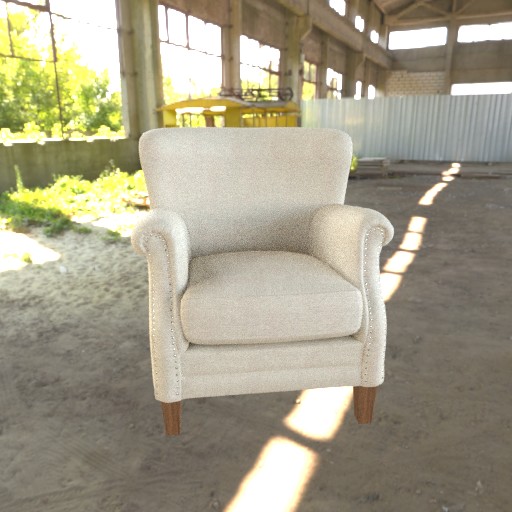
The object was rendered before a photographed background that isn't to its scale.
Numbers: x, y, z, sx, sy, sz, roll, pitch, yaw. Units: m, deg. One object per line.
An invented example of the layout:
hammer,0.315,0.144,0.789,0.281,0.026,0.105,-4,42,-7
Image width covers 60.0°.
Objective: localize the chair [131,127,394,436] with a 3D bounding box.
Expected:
chair,0.000,0.000,1.663,0.861,0.936,0.921,-2,16,-7
